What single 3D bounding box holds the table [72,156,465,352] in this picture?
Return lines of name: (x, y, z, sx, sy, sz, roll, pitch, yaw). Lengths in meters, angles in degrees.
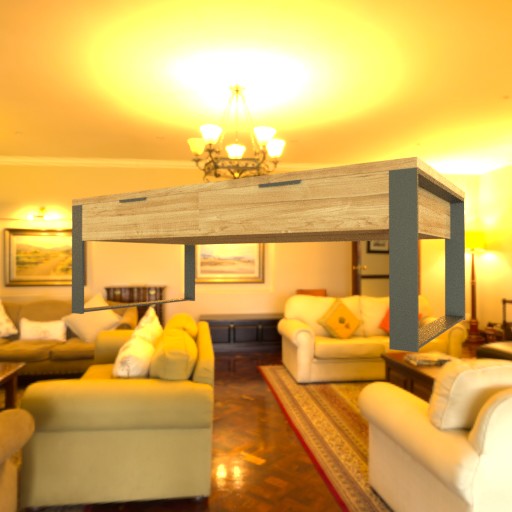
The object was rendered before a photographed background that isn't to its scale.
table: (0.000, 0.000, 1.469, 1.180, 0.400, 0.590, 0, 0, 34)
